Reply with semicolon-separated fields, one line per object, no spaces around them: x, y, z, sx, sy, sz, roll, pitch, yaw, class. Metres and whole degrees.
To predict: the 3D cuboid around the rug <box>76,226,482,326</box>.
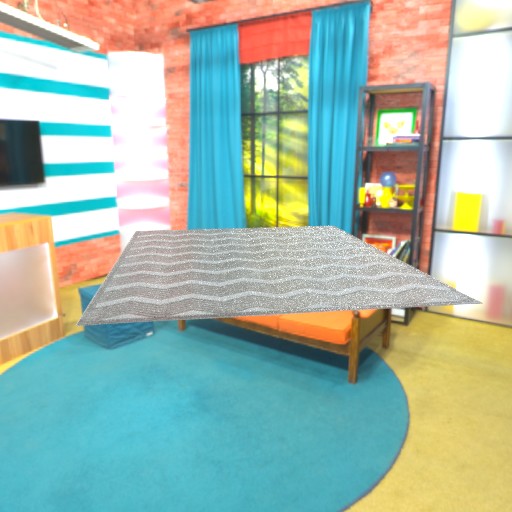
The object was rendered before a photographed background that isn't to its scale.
0.000;0.000;3.932;2.391;0.005;2.880;-2;14;-8;rug
